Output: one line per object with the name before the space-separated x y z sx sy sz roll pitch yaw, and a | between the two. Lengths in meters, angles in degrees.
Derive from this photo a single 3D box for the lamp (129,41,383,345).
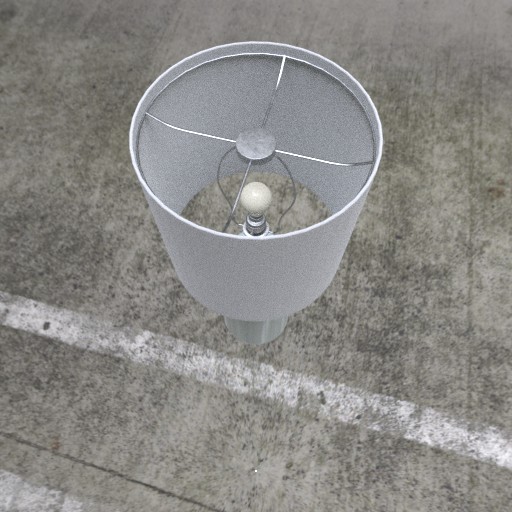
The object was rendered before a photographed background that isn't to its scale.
lamp | 0.000 0.000 0.594 0.212 0.493 0.212 14 65 7
